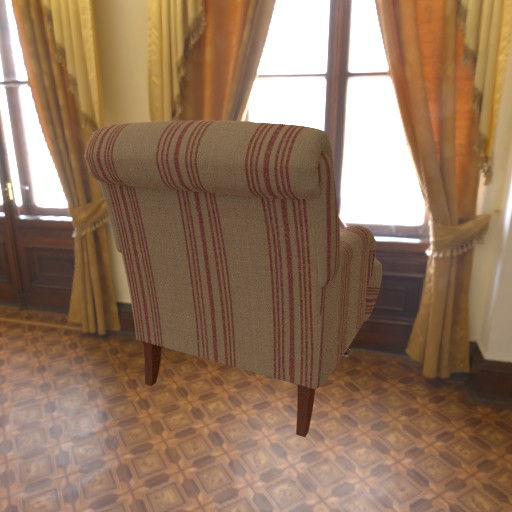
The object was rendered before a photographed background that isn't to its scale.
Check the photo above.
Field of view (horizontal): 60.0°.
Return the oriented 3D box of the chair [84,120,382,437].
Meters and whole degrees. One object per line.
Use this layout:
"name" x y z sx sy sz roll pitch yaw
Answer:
"chair" 0.000 0.000 1.926 0.933 1.123 1.058 8 19 26
